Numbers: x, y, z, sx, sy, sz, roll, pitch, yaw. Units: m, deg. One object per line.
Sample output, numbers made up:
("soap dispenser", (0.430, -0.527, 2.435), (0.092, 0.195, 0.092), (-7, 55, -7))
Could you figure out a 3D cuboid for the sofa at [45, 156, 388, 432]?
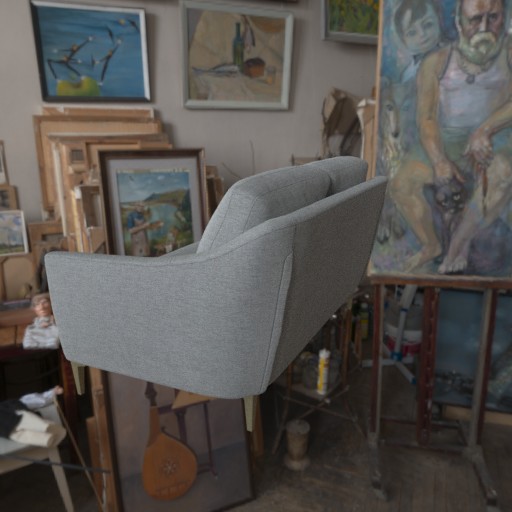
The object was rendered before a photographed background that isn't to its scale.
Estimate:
("sofa", (0.000, 0.000, 2.144), (0.960, 0.904, 1.619), (8, 18, 26))
